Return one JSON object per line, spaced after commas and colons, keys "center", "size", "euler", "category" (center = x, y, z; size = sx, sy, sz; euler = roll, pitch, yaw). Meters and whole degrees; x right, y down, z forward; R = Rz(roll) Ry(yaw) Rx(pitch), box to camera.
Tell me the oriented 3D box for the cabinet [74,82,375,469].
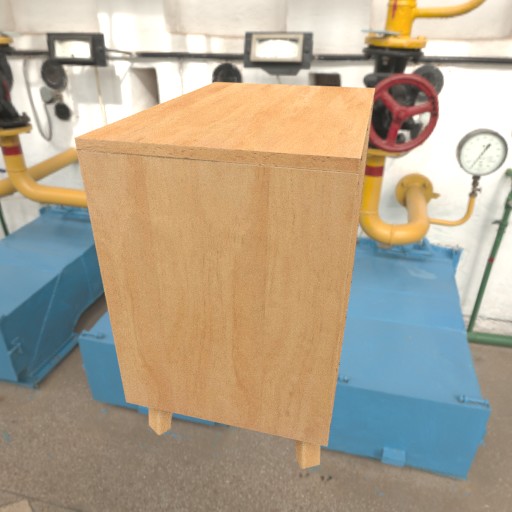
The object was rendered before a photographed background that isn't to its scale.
{"center": [0.000, 0.000, 0.923], "size": [0.394, 0.599, 0.551], "euler": [7, 30, 13], "category": "cabinet"}
